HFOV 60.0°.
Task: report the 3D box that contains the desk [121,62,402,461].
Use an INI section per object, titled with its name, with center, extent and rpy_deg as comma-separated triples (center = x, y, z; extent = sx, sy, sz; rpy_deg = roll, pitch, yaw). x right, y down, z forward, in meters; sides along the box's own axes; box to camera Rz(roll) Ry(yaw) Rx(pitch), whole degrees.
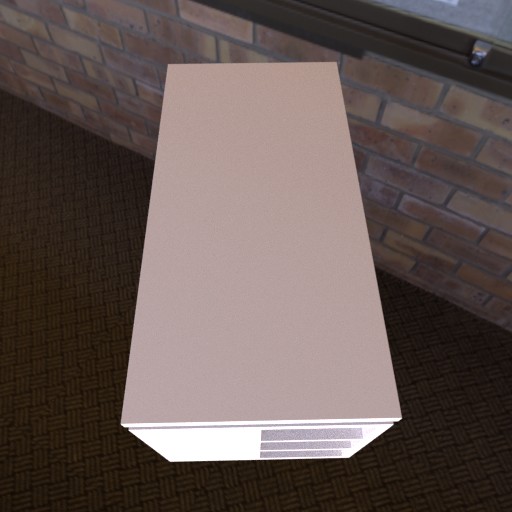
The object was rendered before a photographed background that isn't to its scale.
[desk]
center = 0.000, 0.000, 1.766
extent = 0.690, 0.740, 1.400
rpy_deg = -1, 59, -1
